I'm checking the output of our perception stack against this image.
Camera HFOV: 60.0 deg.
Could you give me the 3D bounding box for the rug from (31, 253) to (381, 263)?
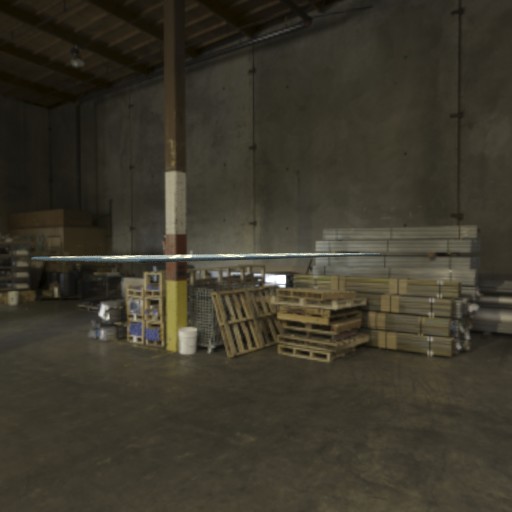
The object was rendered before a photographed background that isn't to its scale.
[{"bbox_3d":[0.000,0.000,2.569,0.678,0.014,2.276,1,1,35],"label":"rug"}]
